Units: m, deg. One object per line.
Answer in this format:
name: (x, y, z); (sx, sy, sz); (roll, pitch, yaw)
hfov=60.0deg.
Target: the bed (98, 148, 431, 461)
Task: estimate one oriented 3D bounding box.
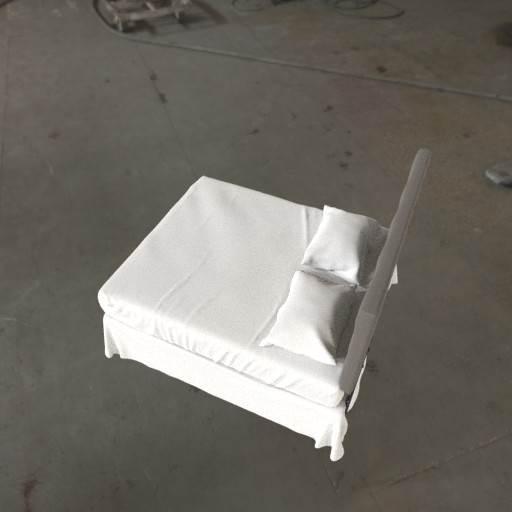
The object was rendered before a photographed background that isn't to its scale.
bed: (0.000, 0.000, 3.543); (2.222, 1.577, 1.936); (18, 49, 17)
